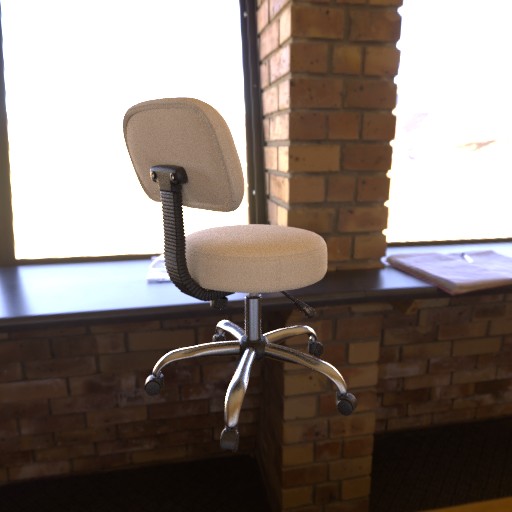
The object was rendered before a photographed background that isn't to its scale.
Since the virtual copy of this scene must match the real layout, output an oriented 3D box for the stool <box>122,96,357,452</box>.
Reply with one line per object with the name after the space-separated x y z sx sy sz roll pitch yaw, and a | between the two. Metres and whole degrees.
0.000 0.000 1.260 0.616 0.810 0.609 -13 19 -42 | stool
